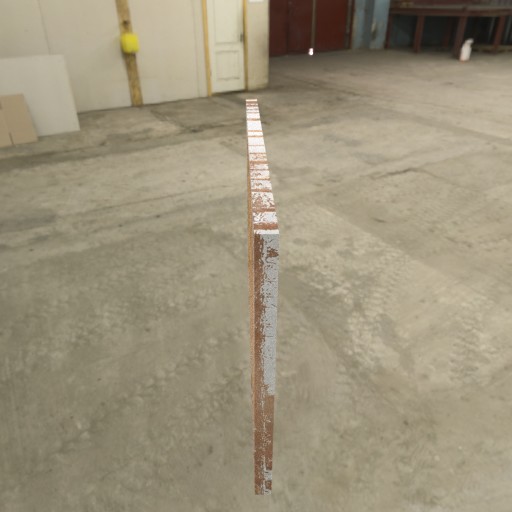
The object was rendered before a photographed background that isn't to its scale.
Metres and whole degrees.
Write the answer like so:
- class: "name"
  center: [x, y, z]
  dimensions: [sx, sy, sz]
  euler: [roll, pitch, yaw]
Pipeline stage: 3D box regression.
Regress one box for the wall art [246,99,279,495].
- class: "wall art"
  center: [0.000, 0.000, 1.157]
  dimensions: [0.035, 0.609, 0.914]
  euler: [-1, 31, -2]
